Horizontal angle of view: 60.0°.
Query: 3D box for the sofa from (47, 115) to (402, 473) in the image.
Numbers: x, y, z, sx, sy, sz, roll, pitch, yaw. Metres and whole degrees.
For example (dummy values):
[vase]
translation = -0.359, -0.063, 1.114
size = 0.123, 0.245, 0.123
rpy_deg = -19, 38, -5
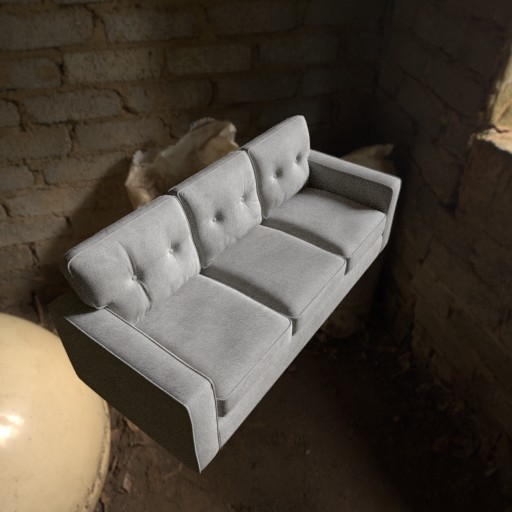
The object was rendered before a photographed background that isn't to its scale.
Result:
[sofa]
translation = 0.000, 0.000, 2.640
size = 0.939, 0.965, 2.133
rpy_deg = 25, 46, 27
